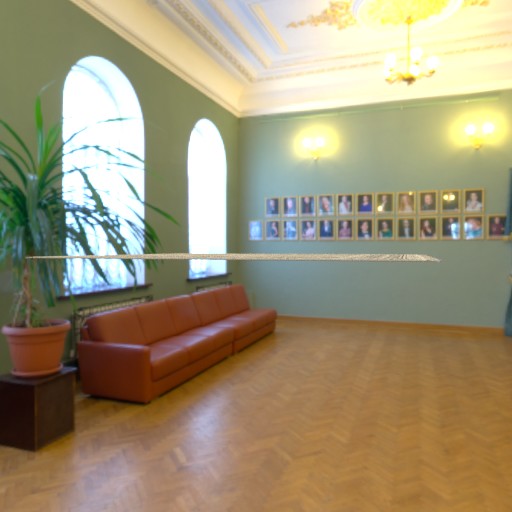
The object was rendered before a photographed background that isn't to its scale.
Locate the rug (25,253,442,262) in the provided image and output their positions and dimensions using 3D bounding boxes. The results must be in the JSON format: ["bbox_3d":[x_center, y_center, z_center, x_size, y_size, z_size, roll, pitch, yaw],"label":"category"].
[{"bbox_3d":[0.000,0.000,3.975,2.940,0.013,2.312,0,1,19],"label":"rug"}]
